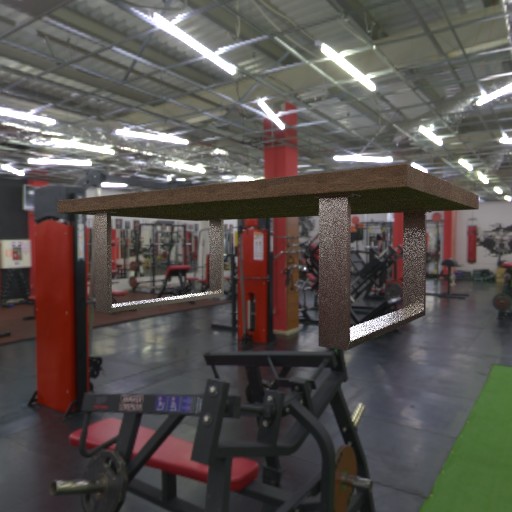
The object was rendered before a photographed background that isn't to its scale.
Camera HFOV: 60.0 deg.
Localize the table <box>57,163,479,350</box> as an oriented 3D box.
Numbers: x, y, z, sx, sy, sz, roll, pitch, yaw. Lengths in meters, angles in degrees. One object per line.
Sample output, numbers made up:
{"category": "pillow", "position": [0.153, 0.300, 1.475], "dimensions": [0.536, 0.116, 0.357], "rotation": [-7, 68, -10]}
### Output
{"category": "table", "position": [0.000, 0.000, 1.694], "dimensions": [1.400, 0.440, 0.800], "rotation": [1, 2, 37]}
